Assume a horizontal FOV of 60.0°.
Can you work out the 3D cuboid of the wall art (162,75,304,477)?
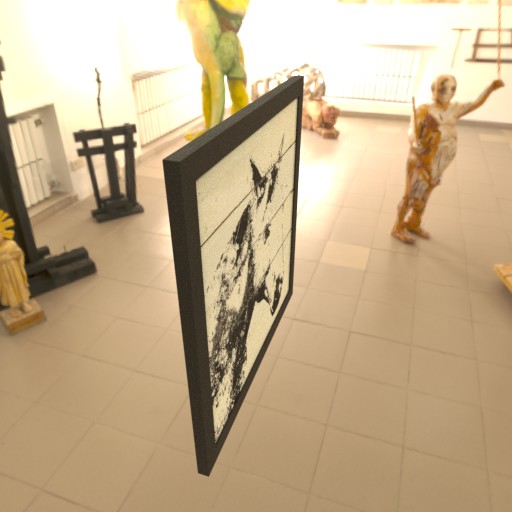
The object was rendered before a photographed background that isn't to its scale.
[{"bbox_3d":[0.000,0.000,1.530,0.038,1.016,1.016,10,33,16],"label":"wall art"}]
